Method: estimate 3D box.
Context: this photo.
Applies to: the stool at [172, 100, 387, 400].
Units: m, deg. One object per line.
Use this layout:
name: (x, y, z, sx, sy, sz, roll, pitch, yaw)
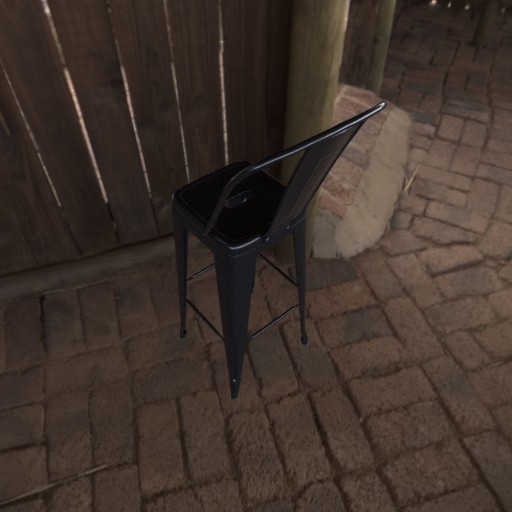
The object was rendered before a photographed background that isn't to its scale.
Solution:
stool: (0.000, 0.000, 1.332, 0.399, 1.096, 0.513, -31, 54, -27)
